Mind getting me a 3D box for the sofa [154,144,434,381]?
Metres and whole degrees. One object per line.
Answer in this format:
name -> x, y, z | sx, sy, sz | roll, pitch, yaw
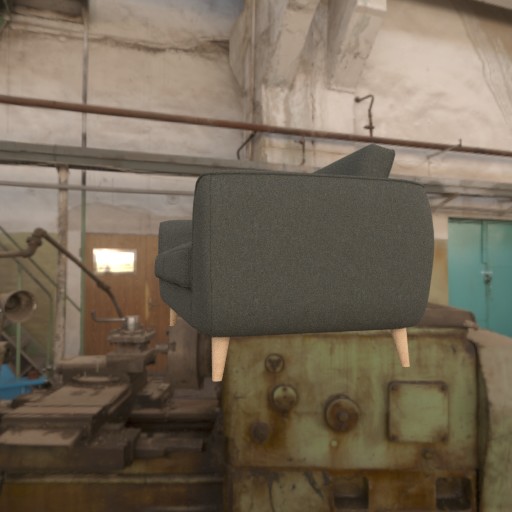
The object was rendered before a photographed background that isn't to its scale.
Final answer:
sofa -> 0.000, 0.000, 2.229 | 0.920, 0.850, 1.700 | 0, -1, -17
